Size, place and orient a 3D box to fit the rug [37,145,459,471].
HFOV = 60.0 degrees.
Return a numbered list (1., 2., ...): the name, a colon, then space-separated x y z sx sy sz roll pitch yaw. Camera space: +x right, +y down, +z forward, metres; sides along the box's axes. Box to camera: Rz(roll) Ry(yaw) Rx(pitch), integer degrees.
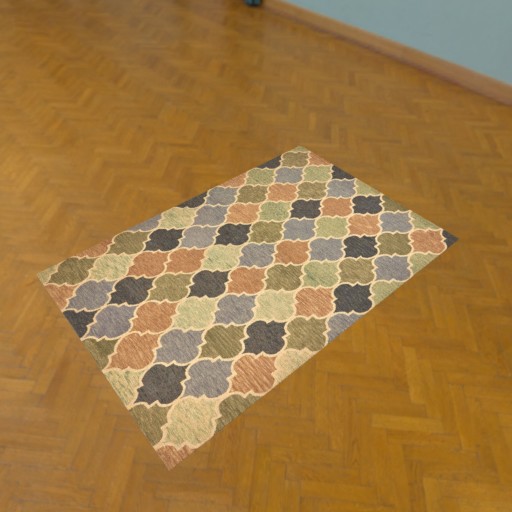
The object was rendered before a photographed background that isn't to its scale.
1. rug: 0.000 0.000 2.292 1.828 0.006 1.216 -31 53 -27
